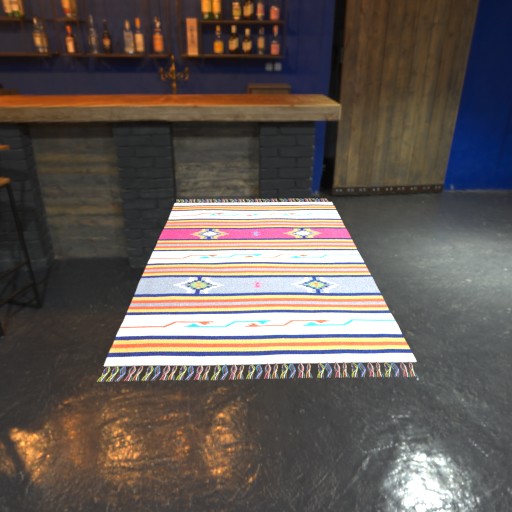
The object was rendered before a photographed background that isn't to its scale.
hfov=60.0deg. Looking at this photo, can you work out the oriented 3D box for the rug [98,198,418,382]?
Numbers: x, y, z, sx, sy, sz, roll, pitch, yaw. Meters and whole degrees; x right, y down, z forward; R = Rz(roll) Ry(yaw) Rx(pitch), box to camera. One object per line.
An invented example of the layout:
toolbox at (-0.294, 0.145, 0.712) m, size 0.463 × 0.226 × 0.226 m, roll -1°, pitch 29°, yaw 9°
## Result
rug at (0.000, 0.000, 2.283) m, size 1.084 × 0.013 × 1.849 m, roll -1°, pitch 26°, yaw -1°
